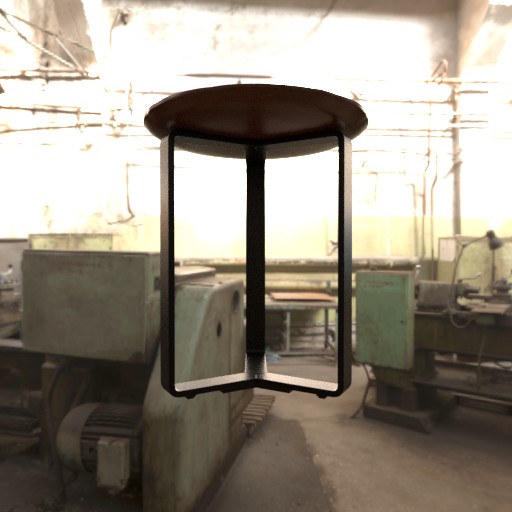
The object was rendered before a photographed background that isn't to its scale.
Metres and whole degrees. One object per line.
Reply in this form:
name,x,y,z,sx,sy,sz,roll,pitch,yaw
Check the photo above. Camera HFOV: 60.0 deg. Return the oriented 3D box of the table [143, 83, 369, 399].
table,0.000,0.000,0.777,0.380,0.450,0.410,0,1,0
